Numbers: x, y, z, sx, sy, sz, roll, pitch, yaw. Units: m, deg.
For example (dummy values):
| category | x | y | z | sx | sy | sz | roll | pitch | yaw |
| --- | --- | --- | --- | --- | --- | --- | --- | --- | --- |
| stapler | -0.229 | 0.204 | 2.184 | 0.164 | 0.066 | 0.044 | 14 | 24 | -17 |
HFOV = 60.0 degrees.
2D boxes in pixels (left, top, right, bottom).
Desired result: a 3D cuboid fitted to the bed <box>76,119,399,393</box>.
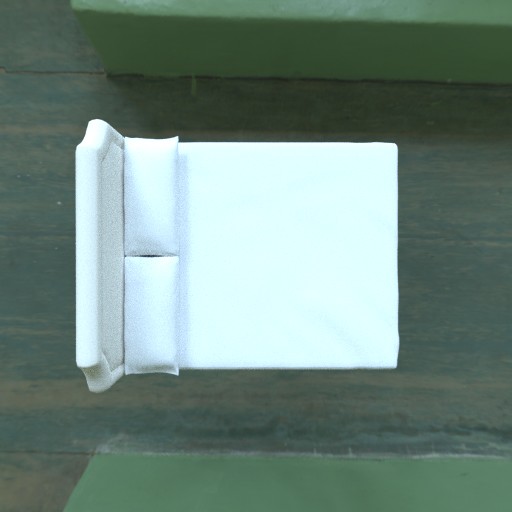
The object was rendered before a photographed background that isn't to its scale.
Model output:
| category | x | y | z | sx | sy | sz | roll | pitch | yaw |
| --- | --- | --- | --- | --- | --- | --- | --- | --- | --- |
| bed | 0.000 | 0.000 | 3.846 | 2.548 | 1.524 | 2.134 | 0 | 90 | 0 |
